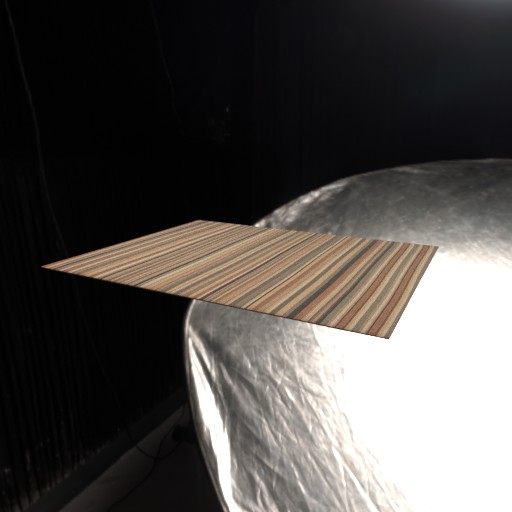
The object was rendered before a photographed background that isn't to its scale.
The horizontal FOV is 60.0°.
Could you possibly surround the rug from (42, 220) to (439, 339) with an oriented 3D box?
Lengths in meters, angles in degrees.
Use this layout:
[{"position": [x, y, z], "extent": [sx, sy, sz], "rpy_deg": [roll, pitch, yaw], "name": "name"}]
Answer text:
[{"position": [0.000, 0.000, 4.287], "extent": [3.045, 0.011, 2.436], "rpy_deg": [8, 18, 27], "name": "rug"}]
